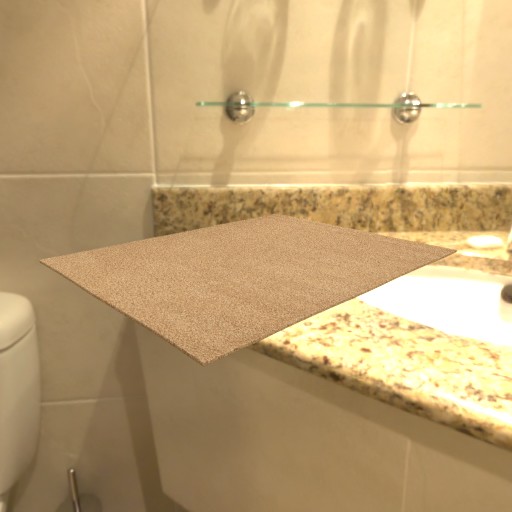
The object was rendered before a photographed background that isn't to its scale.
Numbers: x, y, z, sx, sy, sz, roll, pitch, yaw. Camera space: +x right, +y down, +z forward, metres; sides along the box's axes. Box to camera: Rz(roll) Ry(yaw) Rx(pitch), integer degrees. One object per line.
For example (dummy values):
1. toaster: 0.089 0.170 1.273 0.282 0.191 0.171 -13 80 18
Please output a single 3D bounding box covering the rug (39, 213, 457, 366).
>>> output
1. rug: 0.000 0.000 4.060 3.000 0.026 2.400 -15 23 -41
